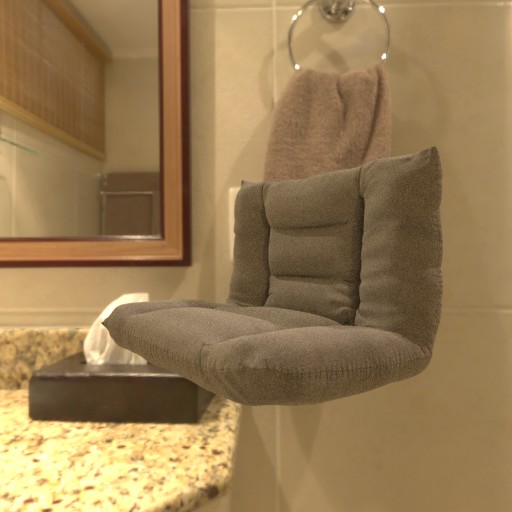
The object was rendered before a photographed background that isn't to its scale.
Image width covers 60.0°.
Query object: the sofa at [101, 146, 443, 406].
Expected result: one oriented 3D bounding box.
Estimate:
[{"bbox_3d":[0.000,0.000,1.687,0.847,0.795,1.144,0,0,-36],"label":"sofa"}]
